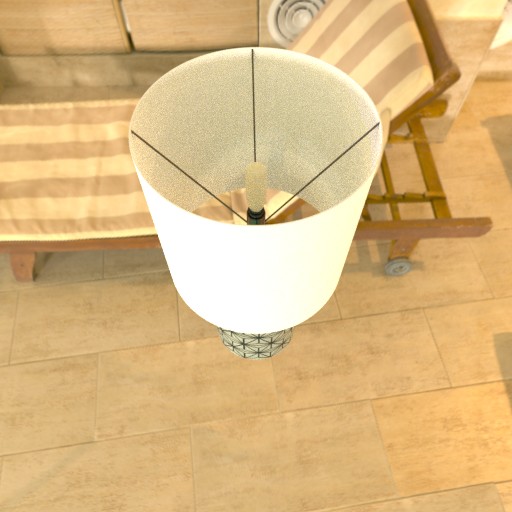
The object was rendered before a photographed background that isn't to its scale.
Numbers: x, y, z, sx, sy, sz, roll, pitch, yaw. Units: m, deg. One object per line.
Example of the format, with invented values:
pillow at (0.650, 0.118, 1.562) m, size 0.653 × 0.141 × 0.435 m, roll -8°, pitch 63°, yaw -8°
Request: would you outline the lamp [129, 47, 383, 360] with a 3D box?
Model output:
lamp at (0.000, 0.000, 0.540) m, size 0.206 × 0.416 × 0.206 m, roll -2°, pitch 59°, yaw -1°
